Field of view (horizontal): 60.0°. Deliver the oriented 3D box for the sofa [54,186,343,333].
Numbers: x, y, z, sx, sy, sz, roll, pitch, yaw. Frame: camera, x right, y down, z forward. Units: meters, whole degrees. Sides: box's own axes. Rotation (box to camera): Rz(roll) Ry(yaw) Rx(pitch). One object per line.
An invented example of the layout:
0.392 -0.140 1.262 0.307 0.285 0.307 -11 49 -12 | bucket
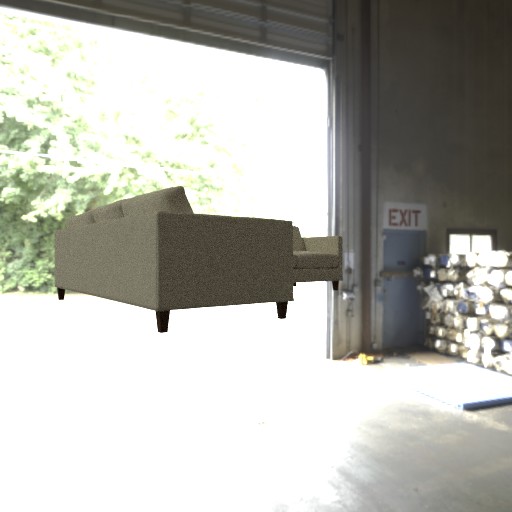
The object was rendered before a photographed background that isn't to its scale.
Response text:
0.000 0.000 4.352 3.182 0.863 2.432 0 0 -37 | sofa
